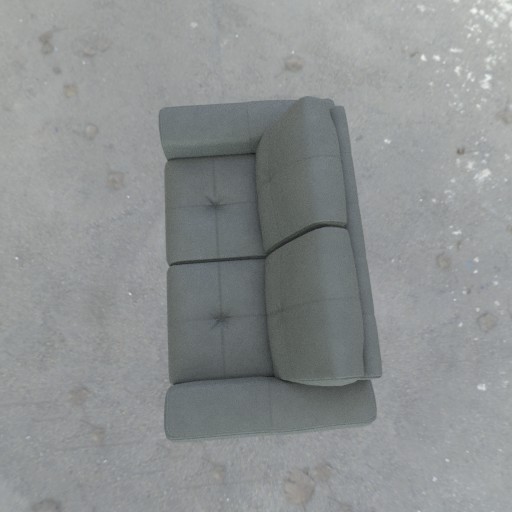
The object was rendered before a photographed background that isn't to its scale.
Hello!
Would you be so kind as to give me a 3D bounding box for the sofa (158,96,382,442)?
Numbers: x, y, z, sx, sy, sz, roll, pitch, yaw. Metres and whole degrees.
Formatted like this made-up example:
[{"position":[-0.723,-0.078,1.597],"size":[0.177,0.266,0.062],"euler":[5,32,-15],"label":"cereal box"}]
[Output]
[{"position":[0.000,0.000,2.377],"size":[1.018,0.907,1.806],"euler":[-4,75,-1],"label":"sofa"}]
